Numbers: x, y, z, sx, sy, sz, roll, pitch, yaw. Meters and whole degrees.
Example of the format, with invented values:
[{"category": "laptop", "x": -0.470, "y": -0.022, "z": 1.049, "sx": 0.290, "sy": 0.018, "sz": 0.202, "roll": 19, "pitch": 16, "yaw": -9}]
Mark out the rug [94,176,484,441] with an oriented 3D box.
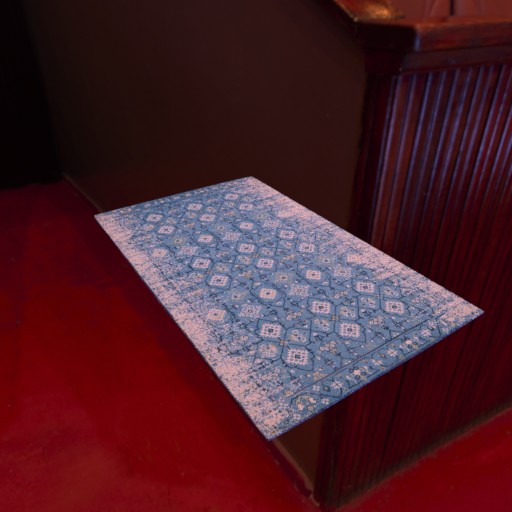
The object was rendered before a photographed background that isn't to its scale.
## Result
[{"category": "rug", "x": 0.000, "y": 0.000, "z": 2.216, "sx": 1.102, "sy": 0.008, "sz": 1.795, "roll": -19, "pitch": 37, "yaw": -28}]
